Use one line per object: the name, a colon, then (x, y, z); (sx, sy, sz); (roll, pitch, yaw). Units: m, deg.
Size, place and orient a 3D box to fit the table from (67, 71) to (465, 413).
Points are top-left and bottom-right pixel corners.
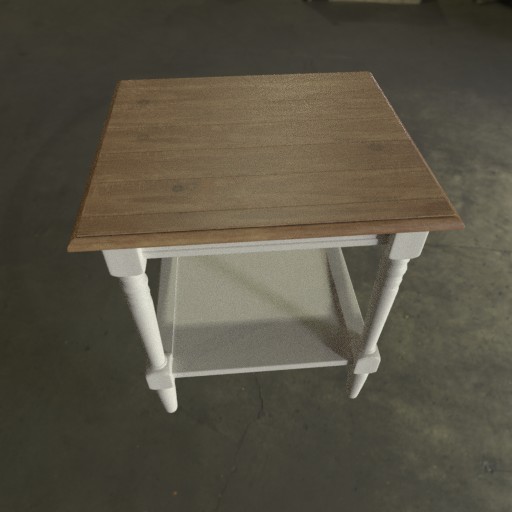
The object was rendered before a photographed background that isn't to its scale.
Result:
table: (0.000, 0.000, 0.913); (0.508, 0.561, 0.457); (-3, 46, -3)
